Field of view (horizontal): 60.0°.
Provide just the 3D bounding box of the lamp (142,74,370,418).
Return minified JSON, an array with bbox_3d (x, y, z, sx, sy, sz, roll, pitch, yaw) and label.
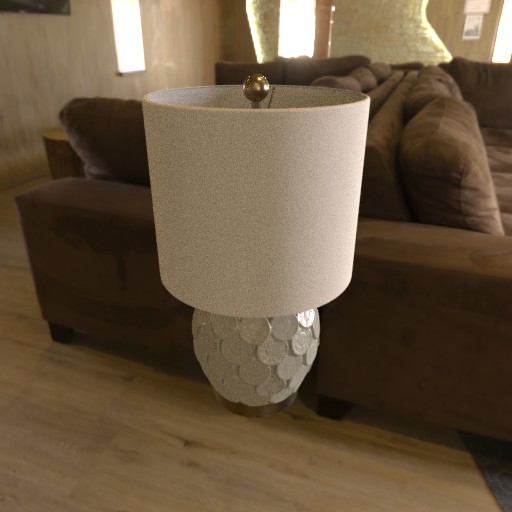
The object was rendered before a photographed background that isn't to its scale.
[{"bbox_3d":[0.000,0.000,0.594,0.254,0.452,0.254,0,26,0],"label":"lamp"}]
